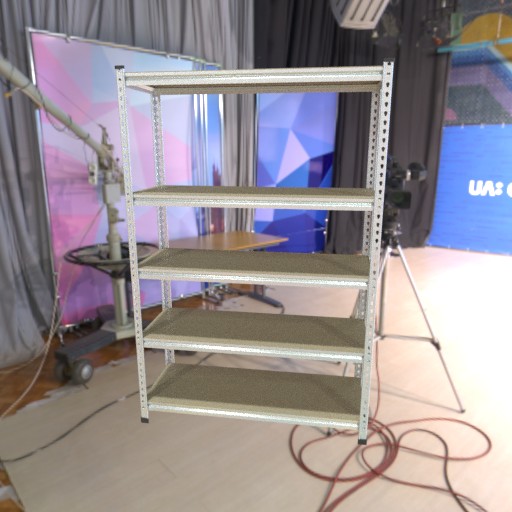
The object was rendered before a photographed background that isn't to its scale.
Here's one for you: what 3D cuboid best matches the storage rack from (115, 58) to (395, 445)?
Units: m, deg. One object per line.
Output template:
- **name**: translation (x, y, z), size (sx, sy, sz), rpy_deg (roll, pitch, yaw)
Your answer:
- **storage rack**: translation (0.000, 0.000, 2.340), size (1.219, 1.829, 0.457), rpy_deg (2, 15, 9)
